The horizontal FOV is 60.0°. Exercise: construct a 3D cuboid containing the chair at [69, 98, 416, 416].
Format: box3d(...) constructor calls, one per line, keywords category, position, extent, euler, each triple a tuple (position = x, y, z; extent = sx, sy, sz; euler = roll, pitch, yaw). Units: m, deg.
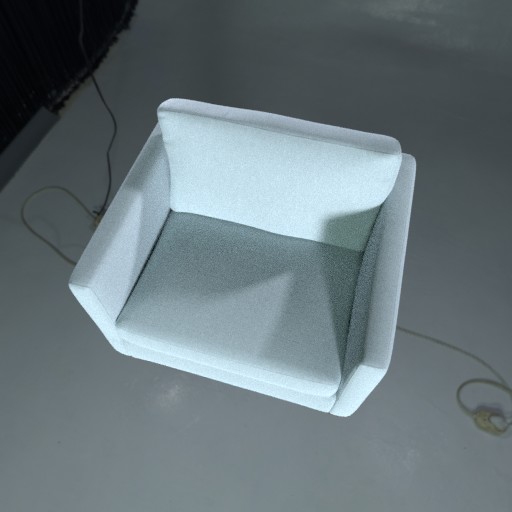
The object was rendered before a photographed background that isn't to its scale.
box3d(category="chair", position=(0.000, 0.000, 1.852), extent=(1.107, 0.961, 0.953), euler=(14, 59, 8))
